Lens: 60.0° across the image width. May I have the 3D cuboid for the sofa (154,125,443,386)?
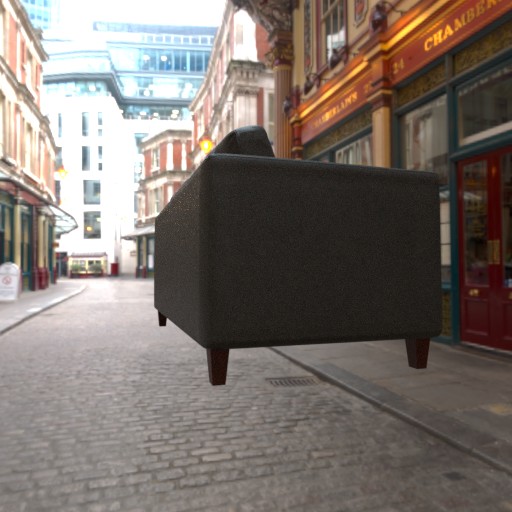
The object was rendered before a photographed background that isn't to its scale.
[{"bbox_3d":[0.000,0.000,2.441,0.951,0.933,1.883,1,-2,-18],"label":"sofa"}]
